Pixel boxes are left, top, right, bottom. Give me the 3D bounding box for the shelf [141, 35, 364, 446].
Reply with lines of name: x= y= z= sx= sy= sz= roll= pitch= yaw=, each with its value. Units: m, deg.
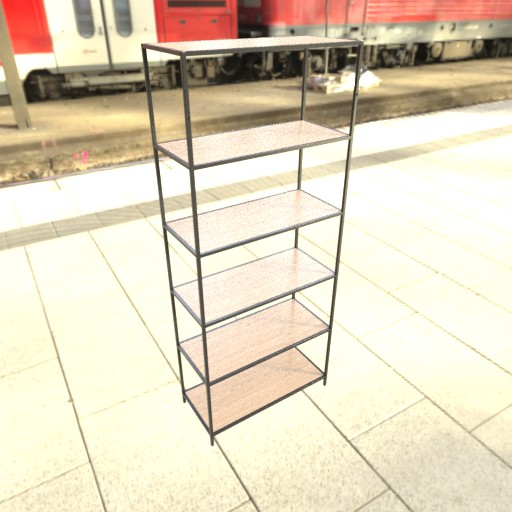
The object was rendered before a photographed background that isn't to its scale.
shelf: x=0.000 y=0.000 z=2.122 sx=0.770 sy=1.850 sz=0.350 roll=-18 pitch=35 yaw=-28
